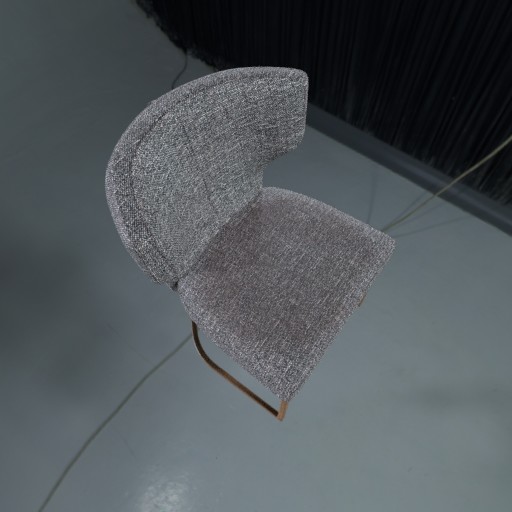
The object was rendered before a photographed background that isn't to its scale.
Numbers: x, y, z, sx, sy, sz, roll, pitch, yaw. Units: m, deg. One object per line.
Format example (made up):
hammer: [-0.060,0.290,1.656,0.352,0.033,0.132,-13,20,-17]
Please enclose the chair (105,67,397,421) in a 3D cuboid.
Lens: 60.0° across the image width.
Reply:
chair: [0.000,0.000,1.266,0.617,0.824,0.611,33,65,17]
